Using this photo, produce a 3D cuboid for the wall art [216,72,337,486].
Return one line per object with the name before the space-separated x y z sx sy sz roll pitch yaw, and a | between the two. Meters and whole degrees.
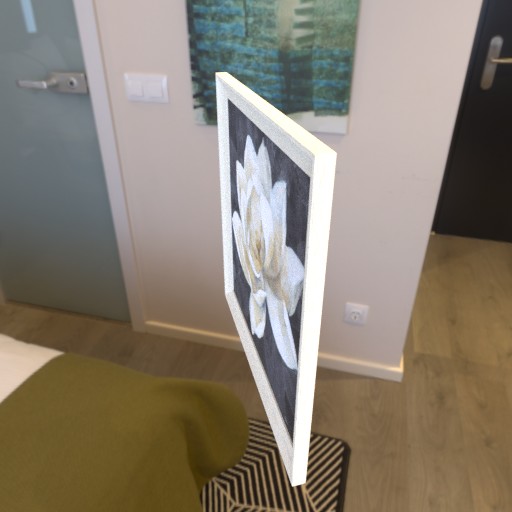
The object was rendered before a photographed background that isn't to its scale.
wall art | 0.000 0.000 1.496 0.045 1.016 1.016 -8 31 -13
